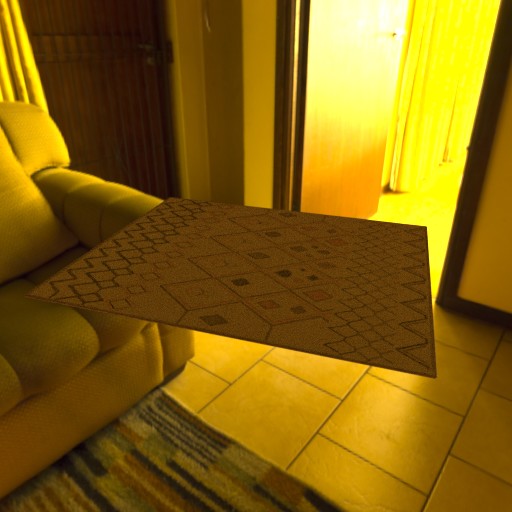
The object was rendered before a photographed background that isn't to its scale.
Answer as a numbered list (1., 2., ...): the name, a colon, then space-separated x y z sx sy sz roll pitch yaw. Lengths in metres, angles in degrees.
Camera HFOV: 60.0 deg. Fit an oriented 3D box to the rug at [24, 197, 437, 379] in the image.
1. rug: 0.000 0.000 4.096 3.050 0.016 2.441 8 28 16
